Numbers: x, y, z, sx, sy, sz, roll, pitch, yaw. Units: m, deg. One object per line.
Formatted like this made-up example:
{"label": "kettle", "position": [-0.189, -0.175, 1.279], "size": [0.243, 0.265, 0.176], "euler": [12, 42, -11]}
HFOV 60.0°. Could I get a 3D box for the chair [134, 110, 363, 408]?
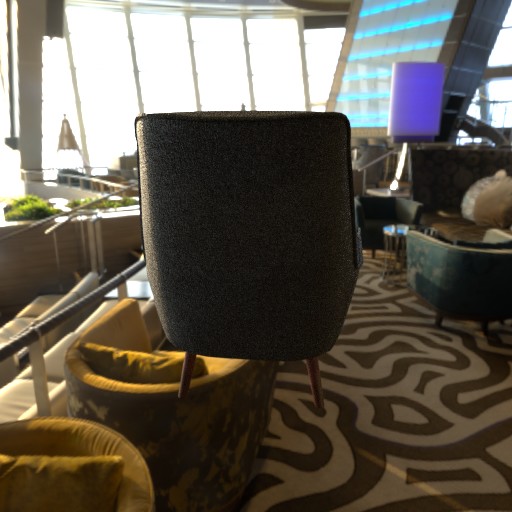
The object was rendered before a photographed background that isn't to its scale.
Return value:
{"label": "chair", "position": [0.000, 0.000, 1.472], "size": [0.763, 0.883, 0.859], "euler": [2, 15, 7]}
